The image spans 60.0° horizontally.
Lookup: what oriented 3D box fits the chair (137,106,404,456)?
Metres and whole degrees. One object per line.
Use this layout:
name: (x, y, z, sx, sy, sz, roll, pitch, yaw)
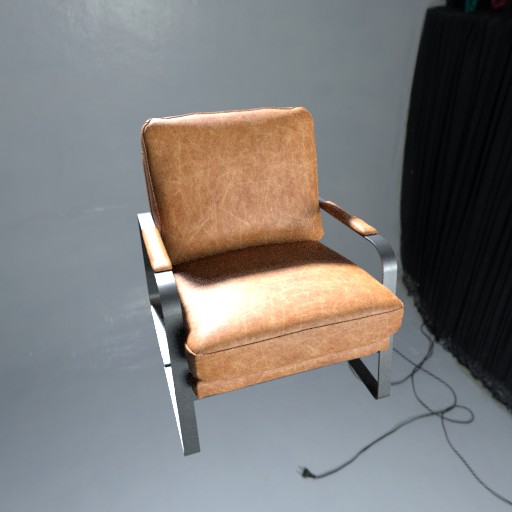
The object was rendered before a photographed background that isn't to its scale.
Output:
chair: (0.000, 0.000, 1.381, 0.651, 0.777, 0.801, -10, 33, -16)
